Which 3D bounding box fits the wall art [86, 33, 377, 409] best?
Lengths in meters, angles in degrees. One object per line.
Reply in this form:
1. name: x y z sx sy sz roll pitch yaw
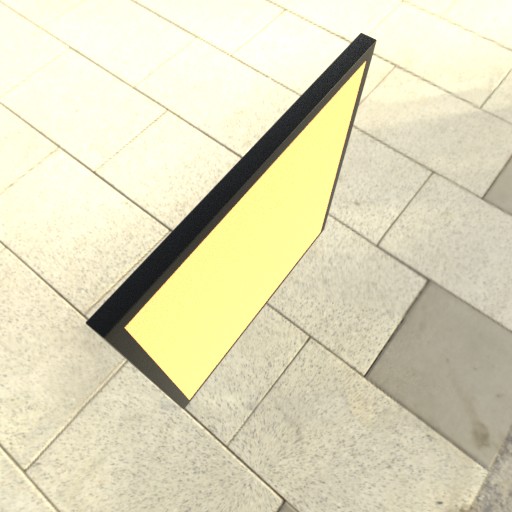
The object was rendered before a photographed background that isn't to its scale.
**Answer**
1. wall art: 0.000 0.000 1.092 0.038 0.761 0.755 34 68 15
